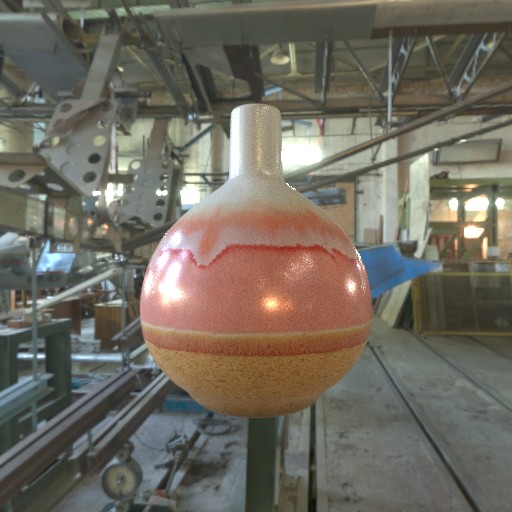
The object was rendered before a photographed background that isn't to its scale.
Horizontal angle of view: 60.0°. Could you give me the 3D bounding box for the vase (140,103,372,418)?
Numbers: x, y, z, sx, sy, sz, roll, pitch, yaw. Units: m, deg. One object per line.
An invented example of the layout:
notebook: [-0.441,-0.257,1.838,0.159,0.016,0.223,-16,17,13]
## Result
vase: [0.000,0.000,0.270,0.137,0.176,0.137,0,0,0]
